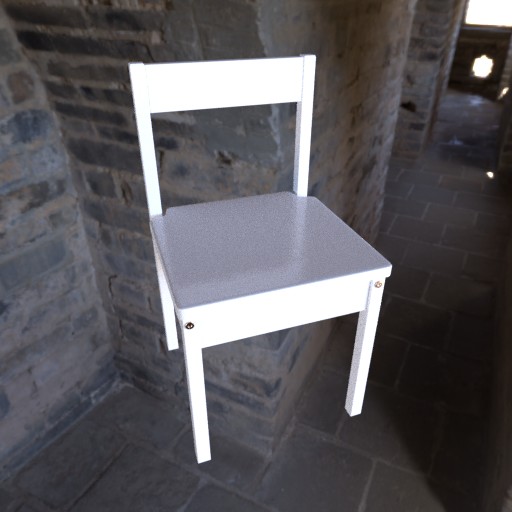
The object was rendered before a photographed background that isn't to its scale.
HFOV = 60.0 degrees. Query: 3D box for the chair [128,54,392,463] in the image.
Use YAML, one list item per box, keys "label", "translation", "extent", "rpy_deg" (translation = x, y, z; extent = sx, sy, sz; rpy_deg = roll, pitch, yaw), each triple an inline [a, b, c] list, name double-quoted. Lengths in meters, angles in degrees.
- label: "chair"
  translation: [0.000, 0.000, 0.863]
  extent: [0.367, 0.668, 0.361]
  rpy_deg: [-10, 33, -16]
